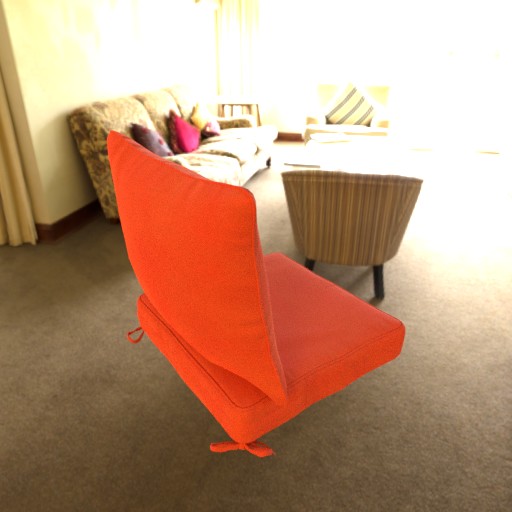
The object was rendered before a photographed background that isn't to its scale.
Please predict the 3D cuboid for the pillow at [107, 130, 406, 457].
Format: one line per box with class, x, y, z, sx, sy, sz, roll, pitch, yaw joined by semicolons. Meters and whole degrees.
pillow;0.000;0.000;1.385;0.733;0.725;0.798;-17;31;-31
